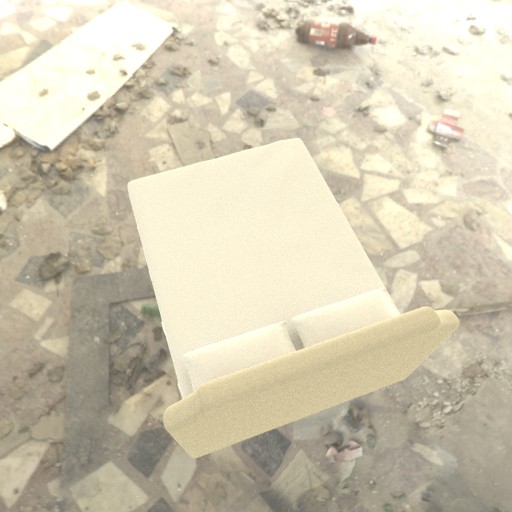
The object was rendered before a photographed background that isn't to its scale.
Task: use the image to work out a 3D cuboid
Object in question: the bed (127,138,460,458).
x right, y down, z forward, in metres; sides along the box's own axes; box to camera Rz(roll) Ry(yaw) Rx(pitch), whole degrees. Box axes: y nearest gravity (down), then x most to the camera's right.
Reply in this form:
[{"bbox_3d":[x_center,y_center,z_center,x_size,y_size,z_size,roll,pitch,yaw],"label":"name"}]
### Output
[{"bbox_3d":[0.000,0.000,3.198,1.693,1.290,2.116,-17,61,-10],"label":"bed"}]
